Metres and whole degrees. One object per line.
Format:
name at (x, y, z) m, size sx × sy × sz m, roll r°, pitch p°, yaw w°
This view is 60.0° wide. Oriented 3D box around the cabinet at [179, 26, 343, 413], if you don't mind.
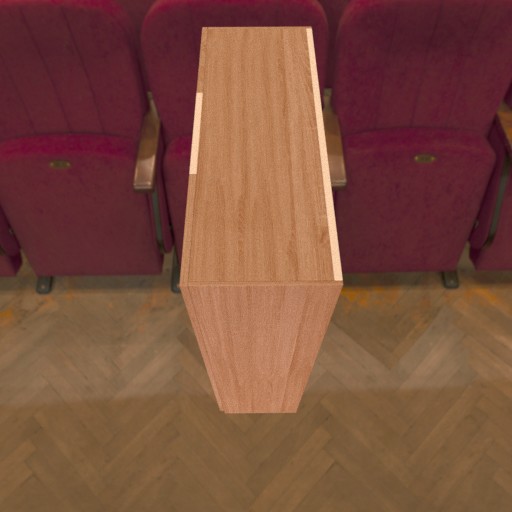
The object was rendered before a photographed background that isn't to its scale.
cabinet at (0.000, 0.000, 2.821) m, size 0.590 × 2.120 × 1.500 m, roll 0°, pitch 59°, yaw 0°
